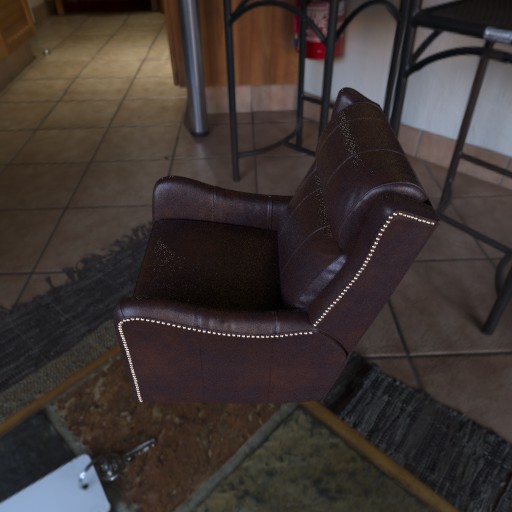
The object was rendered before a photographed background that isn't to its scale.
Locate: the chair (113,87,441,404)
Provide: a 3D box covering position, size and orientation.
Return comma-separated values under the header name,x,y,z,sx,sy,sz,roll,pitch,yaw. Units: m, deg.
name,x,y,z,sx,sy,sz,roll,pitch,yaw
chair,0.000,0.000,1.814,1.008,1.084,0.869,0,41,0
